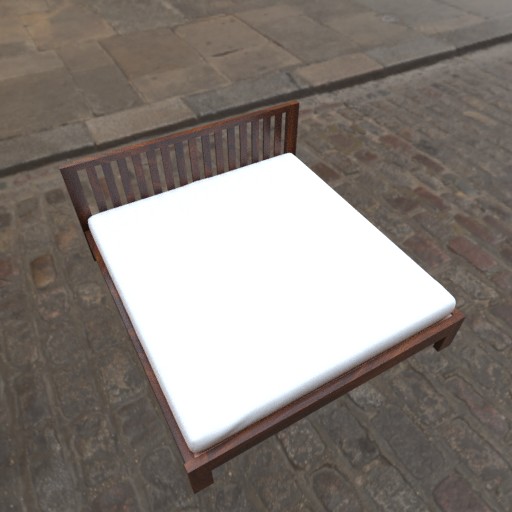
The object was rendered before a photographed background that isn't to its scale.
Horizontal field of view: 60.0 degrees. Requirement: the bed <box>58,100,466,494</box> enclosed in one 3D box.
[{"bbox_3d":[0.000,0.000,3.004,1.905,0.890,2.030,-22,50,-20],"label":"bed"}]
